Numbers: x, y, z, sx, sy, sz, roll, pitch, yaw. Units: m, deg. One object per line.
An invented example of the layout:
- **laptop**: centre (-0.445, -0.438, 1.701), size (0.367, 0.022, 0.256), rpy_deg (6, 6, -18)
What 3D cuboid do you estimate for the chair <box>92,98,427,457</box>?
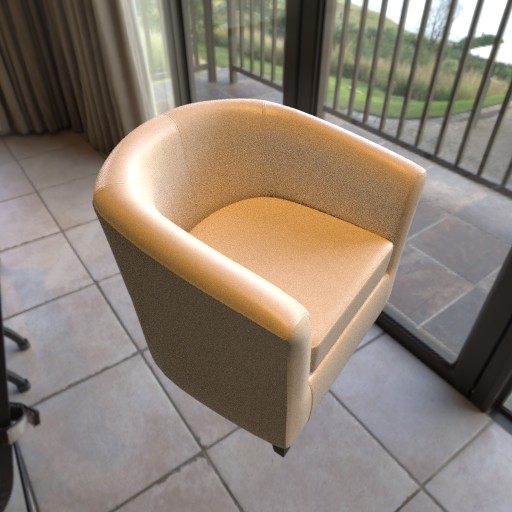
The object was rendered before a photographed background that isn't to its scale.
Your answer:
- **chair**: centre (0.000, 0.000, 1.387), size (0.727, 0.756, 0.792), rpy_deg (25, 47, 26)
